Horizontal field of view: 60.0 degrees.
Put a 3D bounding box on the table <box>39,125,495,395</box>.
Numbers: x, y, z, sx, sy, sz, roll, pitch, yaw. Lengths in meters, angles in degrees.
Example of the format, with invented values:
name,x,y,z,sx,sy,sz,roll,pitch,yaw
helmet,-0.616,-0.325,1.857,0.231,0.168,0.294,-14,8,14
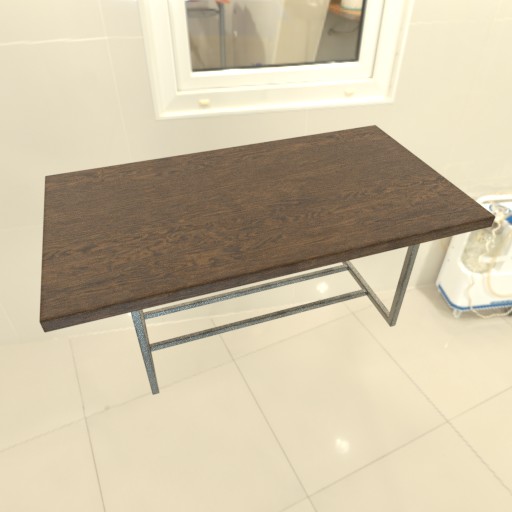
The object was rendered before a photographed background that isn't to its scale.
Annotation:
name,x,y,z,sx,sy,sz,roll,pitch,yaw
table,0.000,0.000,2.455,1.989,0.795,1.078,-12,42,-14
